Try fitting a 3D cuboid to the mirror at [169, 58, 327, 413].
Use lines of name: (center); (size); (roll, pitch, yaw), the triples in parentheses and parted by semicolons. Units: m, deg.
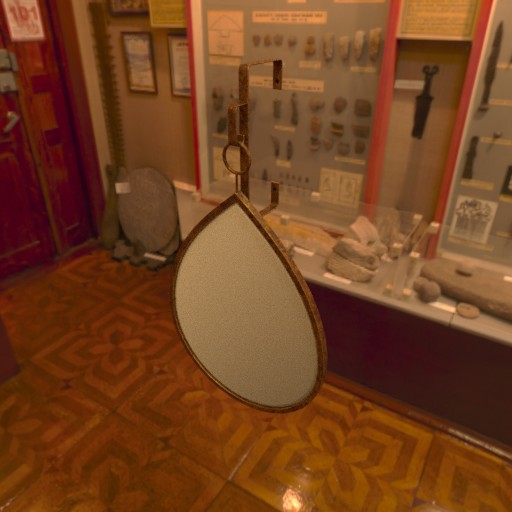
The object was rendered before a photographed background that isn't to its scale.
mirror: (0.000, 0.000, 0.925); (0.405, 0.744, 0.144); (18, 34, 29)
